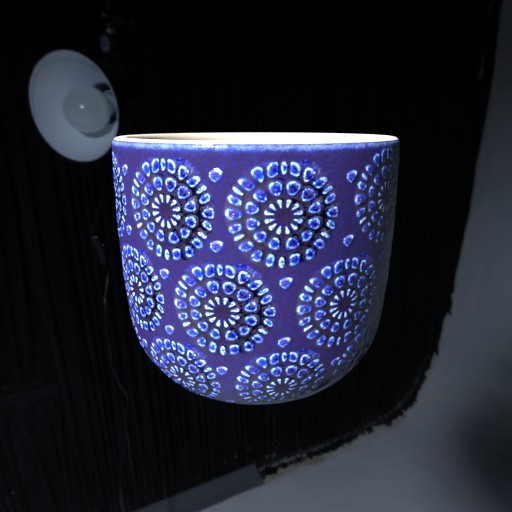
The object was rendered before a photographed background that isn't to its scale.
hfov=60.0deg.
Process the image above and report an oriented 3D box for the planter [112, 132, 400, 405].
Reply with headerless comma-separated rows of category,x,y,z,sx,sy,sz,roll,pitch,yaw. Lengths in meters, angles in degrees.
planter,0.000,0.000,0.284,0.165,0.149,0.165,0,17,0
